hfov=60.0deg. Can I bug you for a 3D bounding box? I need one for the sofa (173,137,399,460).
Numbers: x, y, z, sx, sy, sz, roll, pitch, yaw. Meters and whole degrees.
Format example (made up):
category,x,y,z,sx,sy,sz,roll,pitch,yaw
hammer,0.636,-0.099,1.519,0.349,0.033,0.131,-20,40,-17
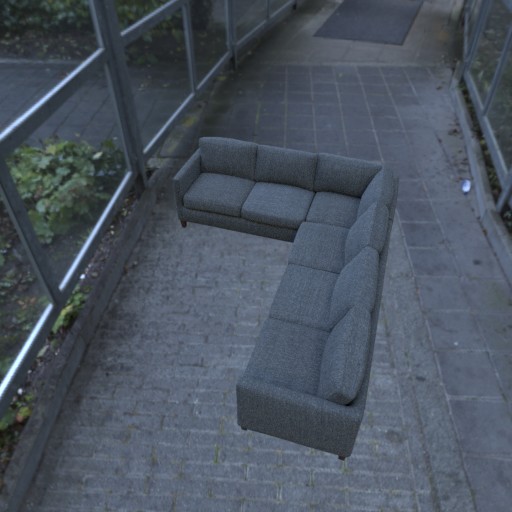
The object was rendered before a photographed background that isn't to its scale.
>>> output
category,x,y,z,sx,sy,sz,roll,pitch,yaw
sofa,0.000,0.000,4.569,2.593,0.947,3.302,12,43,13
